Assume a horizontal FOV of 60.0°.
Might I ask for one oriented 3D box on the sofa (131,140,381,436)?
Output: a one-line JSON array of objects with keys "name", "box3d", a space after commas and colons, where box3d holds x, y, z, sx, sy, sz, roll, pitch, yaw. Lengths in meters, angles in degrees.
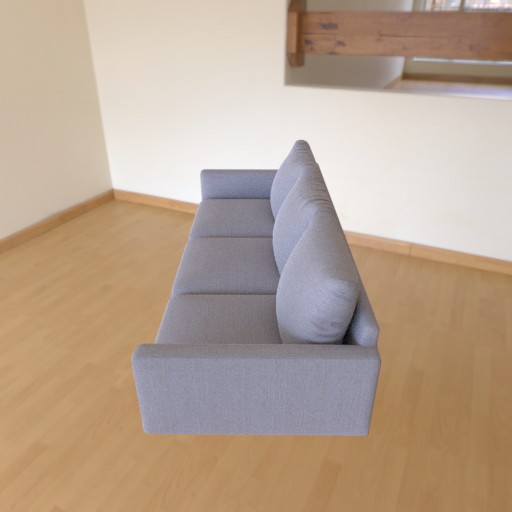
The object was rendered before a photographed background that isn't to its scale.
[{"name": "sofa", "box3d": [0.000, 0.000, 2.400, 0.850, 0.830, 2.000, 0, 29, 0]}]
